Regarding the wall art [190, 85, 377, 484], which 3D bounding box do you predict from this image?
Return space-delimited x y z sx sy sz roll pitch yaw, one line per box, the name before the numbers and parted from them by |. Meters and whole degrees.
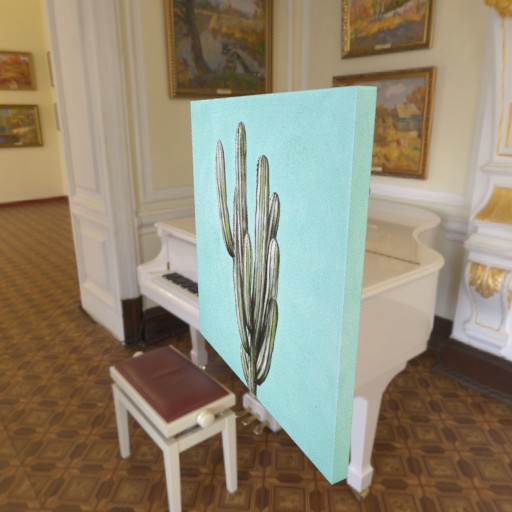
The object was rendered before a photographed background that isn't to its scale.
wall art | 0.000 0.000 1.578 0.070 1.073 1.071 -9 19 -26
